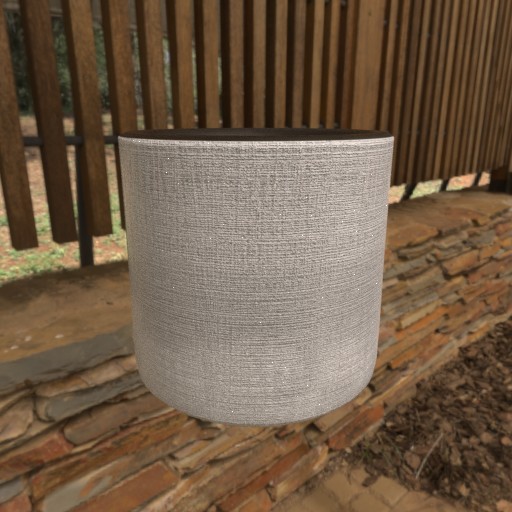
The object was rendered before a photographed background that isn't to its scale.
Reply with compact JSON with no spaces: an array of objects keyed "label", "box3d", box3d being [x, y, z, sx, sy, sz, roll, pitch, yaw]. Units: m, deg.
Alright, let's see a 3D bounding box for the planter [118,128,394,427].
[{"label":"planter","box3d":[0.000,0.000,0.286,0.160,0.156,0.160,0,17,0]}]
